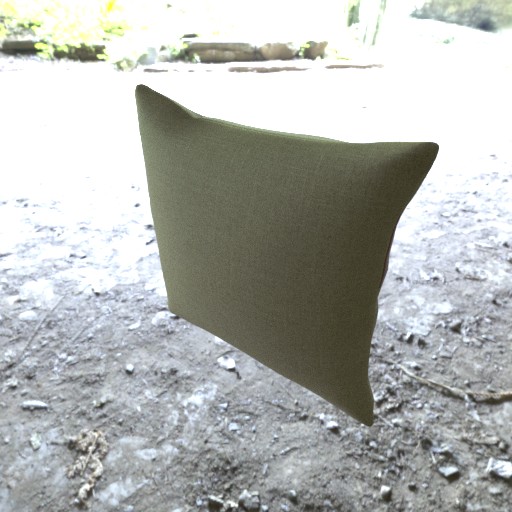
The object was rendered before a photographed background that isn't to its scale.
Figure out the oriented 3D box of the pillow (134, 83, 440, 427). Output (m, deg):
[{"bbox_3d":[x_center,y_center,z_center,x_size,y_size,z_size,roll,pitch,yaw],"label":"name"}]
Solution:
[{"bbox_3d":[0.000,0.000,0.606,0.414,0.399,0.173,23,39,31],"label":"pillow"}]
